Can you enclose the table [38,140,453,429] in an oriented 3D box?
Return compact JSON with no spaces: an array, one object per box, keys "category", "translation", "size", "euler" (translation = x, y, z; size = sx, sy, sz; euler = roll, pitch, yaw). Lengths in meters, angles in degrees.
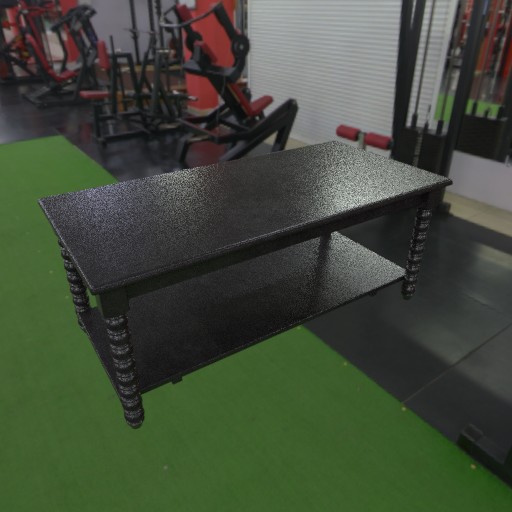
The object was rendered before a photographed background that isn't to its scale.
[{"category":"table","translation":[0.000,0.000,1.496],"size":[1.171,0.487,0.580],"euler":[-18,34,-28]}]
